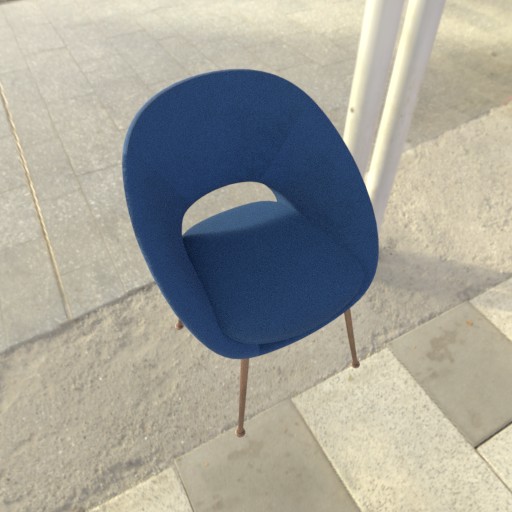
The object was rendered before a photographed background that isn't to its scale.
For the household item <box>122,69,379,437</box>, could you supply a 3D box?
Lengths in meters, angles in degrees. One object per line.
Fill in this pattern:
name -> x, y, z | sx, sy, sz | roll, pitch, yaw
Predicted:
household item -> 0.000, 0.000, 1.268 | 0.623, 0.852, 0.573 | -24, 51, -21
